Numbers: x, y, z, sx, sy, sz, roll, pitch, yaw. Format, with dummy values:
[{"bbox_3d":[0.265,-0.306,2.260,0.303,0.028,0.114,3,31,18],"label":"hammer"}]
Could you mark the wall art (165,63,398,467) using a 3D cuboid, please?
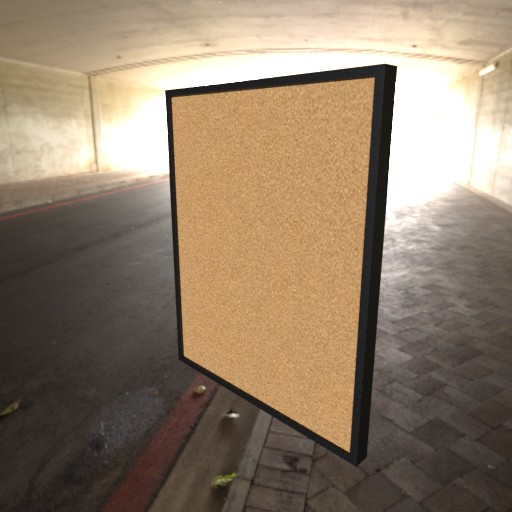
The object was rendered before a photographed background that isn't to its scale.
[{"bbox_3d":[0.000,0.000,0.755,0.029,0.559,0.457,-15,21,-42],"label":"wall art"}]
